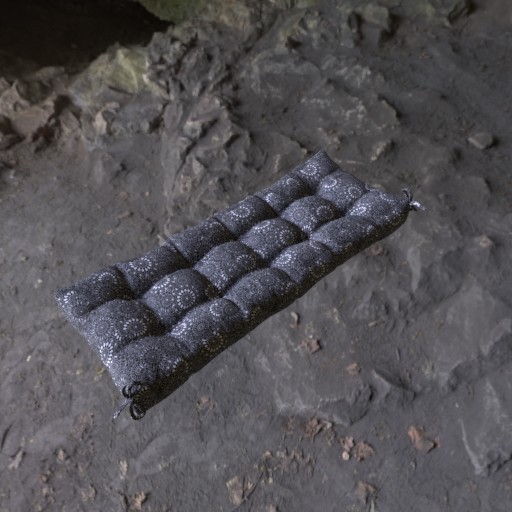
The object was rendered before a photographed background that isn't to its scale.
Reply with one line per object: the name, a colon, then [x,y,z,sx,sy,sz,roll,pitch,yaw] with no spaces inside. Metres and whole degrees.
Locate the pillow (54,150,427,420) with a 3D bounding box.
pillow: [0.000,0.000,1.402,1.194,0.174,0.511,-32,54,-27]
